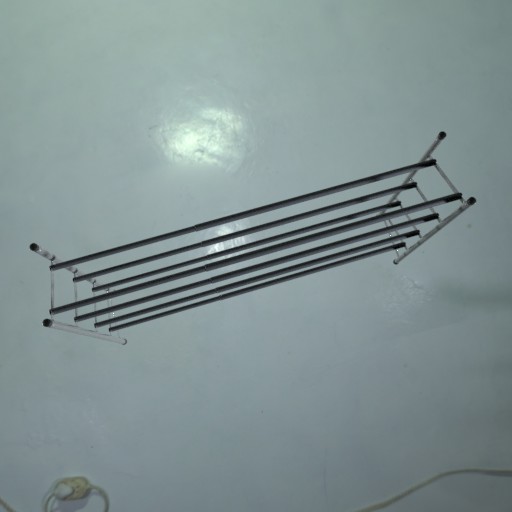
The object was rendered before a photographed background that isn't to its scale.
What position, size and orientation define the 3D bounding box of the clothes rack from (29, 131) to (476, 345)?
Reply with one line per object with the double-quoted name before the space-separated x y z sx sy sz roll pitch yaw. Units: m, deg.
"clothes rack" 0.000 0.000 1.489 1.168 0.672 0.229 -16 76 -4
